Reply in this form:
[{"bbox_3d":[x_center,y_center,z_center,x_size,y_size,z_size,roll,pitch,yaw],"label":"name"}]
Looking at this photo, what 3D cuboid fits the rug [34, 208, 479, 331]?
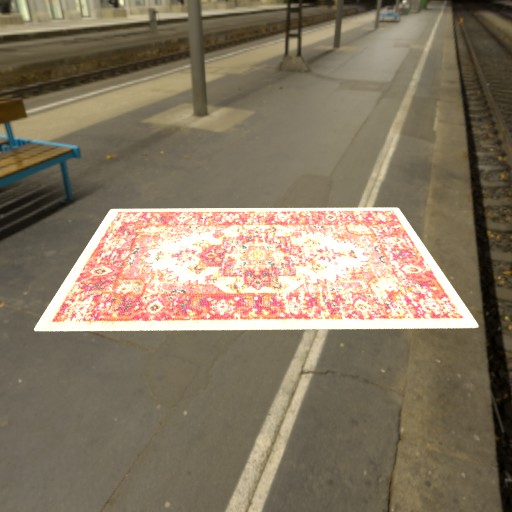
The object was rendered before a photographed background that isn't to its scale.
[{"bbox_3d":[0.000,0.000,1.098,0.868,0.004,0.556,0,31,-1],"label":"rug"}]
